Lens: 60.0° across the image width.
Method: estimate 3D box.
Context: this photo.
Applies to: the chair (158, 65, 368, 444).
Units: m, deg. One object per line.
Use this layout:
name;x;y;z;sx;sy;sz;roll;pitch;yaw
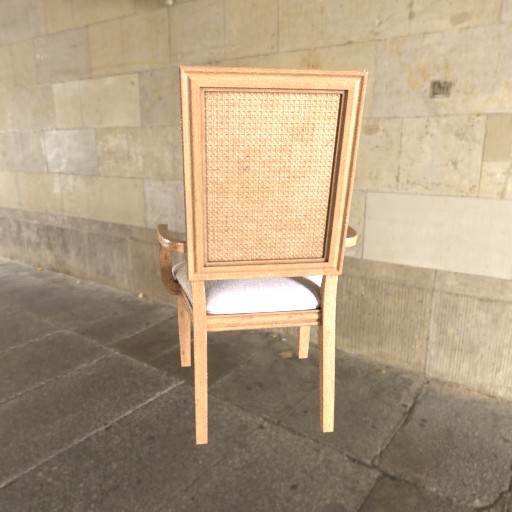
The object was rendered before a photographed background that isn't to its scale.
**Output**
chair;0.000;0.000;1.365;0.606;0.990;0.602;-2;14;-8
